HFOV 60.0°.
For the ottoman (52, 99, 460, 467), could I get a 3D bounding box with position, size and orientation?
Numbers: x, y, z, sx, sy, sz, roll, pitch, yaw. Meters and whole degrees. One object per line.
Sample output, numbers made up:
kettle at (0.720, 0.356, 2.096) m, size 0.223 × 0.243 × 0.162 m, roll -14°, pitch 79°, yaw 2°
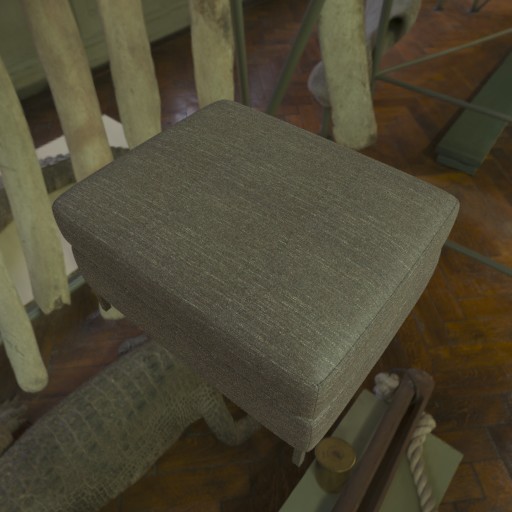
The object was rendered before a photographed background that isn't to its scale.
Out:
ottoman at (0.000, 0.000, 1.226) m, size 0.820 × 0.490 × 0.671 m, roll 31°, pitch 55°, yaw 24°
